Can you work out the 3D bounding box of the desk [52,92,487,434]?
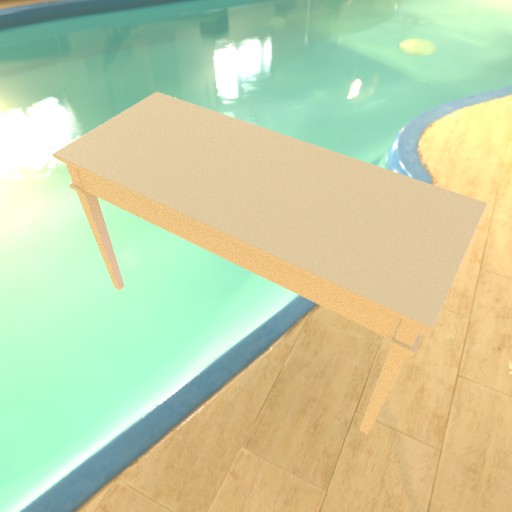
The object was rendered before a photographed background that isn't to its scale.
[{"bbox_3d":[0.000,0.000,1.769,1.372,0.774,0.559,25,52,22],"label":"desk"}]
